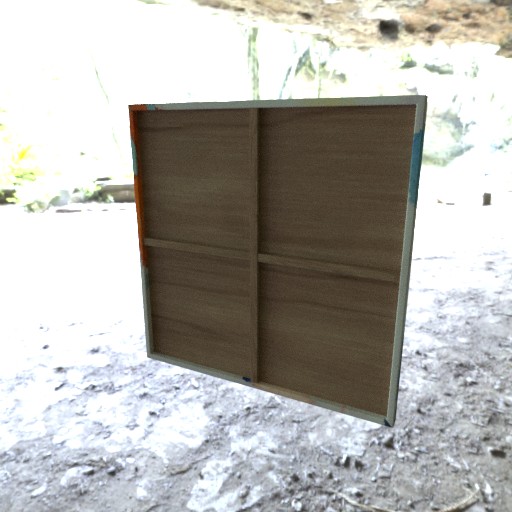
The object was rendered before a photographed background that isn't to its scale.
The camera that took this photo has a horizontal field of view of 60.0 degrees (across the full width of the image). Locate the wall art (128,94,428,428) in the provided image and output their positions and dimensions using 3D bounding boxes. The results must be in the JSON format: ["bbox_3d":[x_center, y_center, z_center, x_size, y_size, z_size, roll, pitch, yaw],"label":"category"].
[{"bbox_3d":[0.000,0.000,1.532,1.017,1.017,0.044,8,18,26],"label":"wall art"}]
